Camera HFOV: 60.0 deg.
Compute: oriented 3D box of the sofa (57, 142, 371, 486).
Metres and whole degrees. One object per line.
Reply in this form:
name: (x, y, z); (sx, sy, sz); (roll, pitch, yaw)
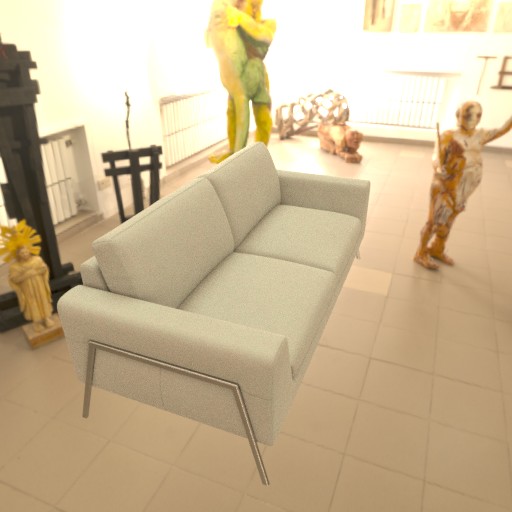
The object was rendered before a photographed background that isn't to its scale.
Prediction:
sofa: (0.000, 0.000, 2.520); (0.953, 0.875, 2.017); (11, 30, 19)
